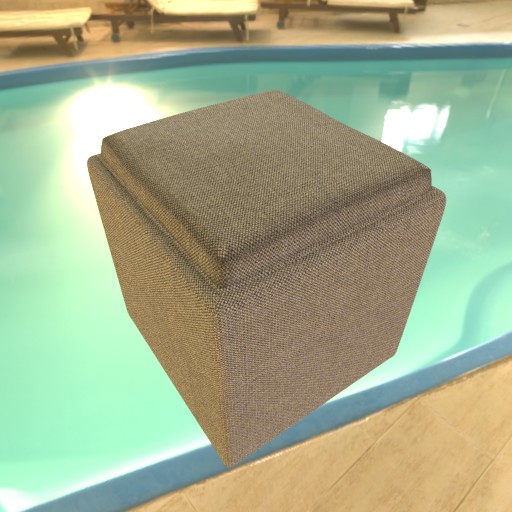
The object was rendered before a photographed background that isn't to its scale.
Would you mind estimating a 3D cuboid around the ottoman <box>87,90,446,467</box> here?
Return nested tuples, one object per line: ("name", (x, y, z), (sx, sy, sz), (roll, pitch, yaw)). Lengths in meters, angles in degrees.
("ottoman", (0.000, 0.000, 0.857), (0.436, 0.487, 0.454), (-25, 47, -26))
